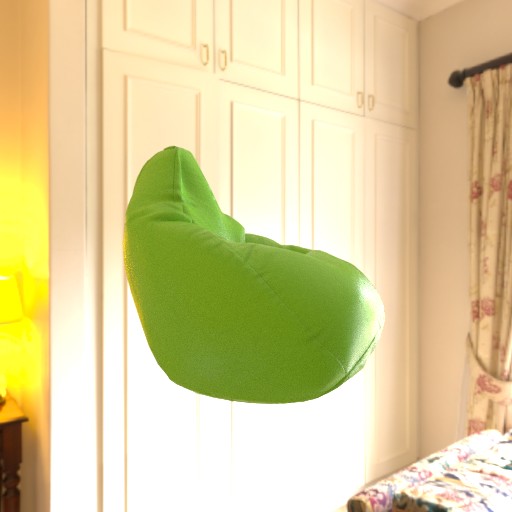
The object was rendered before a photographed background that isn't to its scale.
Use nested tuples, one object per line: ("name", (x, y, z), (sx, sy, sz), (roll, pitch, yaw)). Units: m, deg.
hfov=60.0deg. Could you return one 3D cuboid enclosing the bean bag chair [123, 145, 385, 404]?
("bean bag chair", (0.000, 0.000, 1.915), (1.070, 0.990, 1.070), (0, 0, 16))
